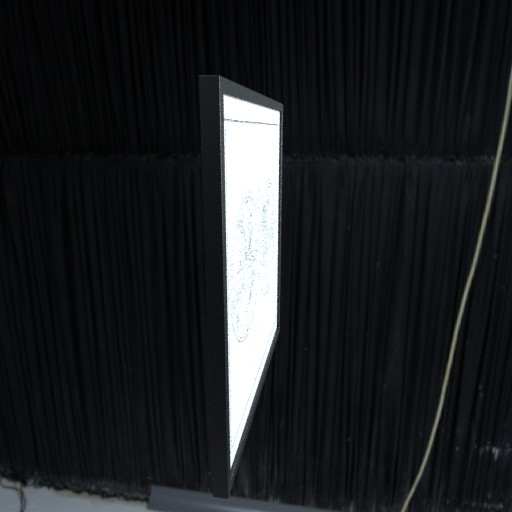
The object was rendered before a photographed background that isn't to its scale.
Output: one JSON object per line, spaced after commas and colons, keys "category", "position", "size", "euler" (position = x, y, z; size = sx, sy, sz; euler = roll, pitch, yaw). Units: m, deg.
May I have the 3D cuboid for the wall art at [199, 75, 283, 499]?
{"category": "wall art", "position": [0.000, 0.000, 1.132], "size": [0.031, 0.775, 0.773], "euler": [3, 16, 10]}
